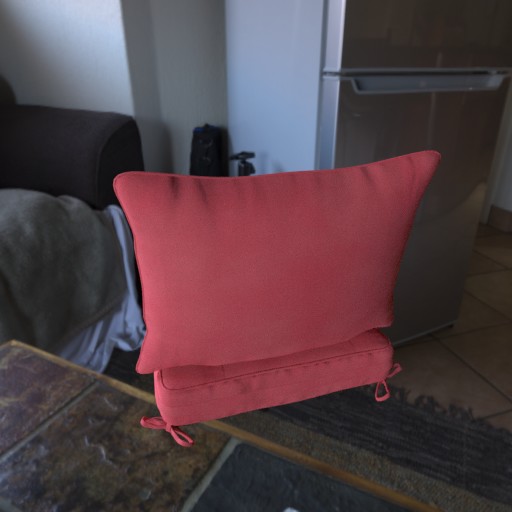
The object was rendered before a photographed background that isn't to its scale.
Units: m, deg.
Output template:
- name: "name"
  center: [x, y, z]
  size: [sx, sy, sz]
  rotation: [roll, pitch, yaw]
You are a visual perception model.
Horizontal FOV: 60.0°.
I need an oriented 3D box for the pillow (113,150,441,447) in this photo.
- name: "pillow"
  center: [0.000, 0.000, 1.367]
  size: [0.798, 0.725, 0.733]
  rotation: [-7, 27, -15]
